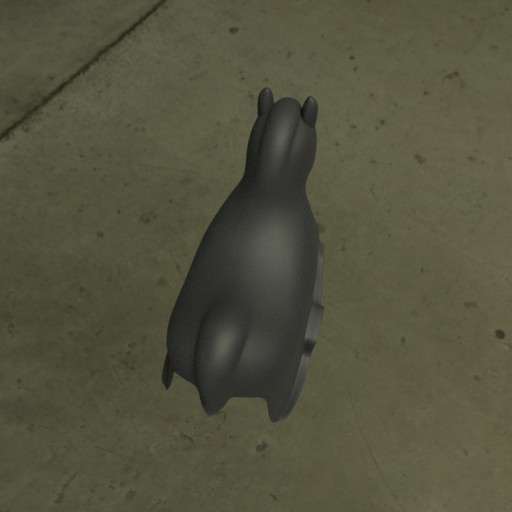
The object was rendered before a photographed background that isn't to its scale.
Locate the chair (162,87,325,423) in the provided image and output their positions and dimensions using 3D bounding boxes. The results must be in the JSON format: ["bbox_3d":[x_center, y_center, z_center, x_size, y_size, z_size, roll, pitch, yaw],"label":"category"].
[{"bbox_3d":[0.000,0.000,1.152,0.429,0.612,0.800,14,65,7],"label":"chair"}]
